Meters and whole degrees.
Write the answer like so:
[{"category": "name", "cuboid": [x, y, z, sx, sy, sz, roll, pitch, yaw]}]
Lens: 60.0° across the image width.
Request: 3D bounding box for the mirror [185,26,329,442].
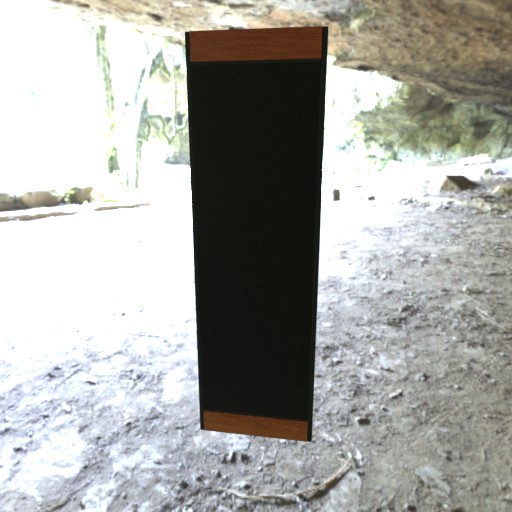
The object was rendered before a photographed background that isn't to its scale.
[{"category": "mirror", "cuboid": [0.000, 0.000, 1.215, 0.343, 1.123, 0.047, 3, 16, 9]}]
